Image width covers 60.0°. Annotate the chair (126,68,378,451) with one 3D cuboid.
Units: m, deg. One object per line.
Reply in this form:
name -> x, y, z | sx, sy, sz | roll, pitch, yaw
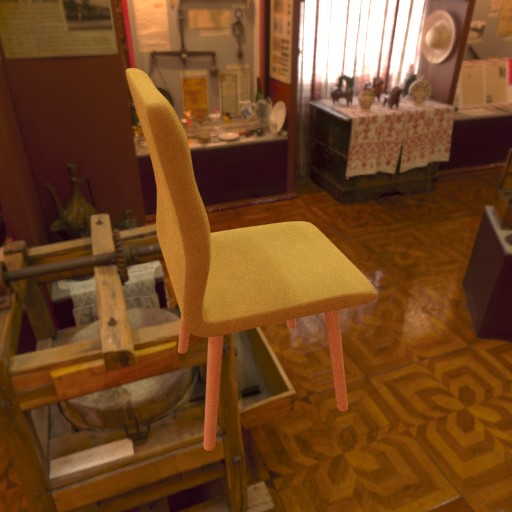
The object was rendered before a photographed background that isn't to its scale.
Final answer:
chair -> 0.000, 0.000, 1.264 | 0.550, 0.965, 0.450 | -10, 32, -16
